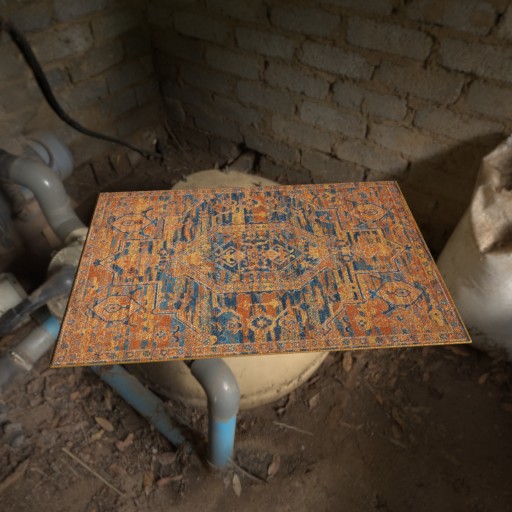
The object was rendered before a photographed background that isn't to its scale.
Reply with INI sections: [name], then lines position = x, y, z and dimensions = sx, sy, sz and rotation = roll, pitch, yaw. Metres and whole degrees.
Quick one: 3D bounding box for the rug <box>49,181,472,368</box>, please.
[rug]
position = 0.000, 0.000, 1.093
dimensions = 0.863, 0.008, 0.557
rotation = -3, 46, -3
